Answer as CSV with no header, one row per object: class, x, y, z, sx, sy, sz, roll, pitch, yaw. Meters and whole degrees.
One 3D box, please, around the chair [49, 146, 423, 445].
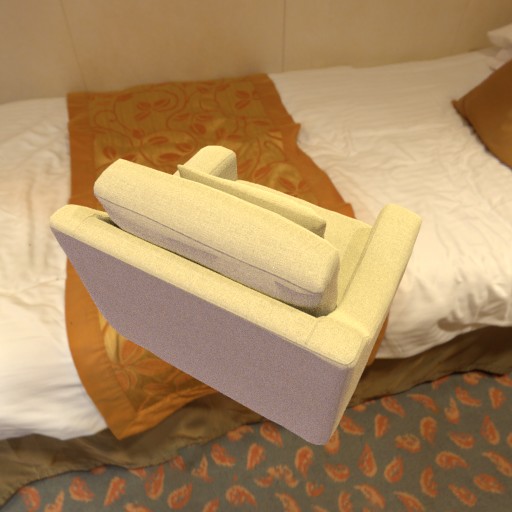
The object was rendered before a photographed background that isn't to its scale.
chair,0.000,0.000,1.918,1.178,1.016,1.009,23,51,20
